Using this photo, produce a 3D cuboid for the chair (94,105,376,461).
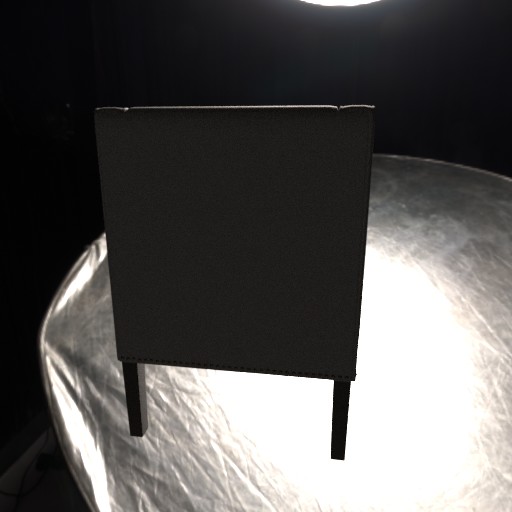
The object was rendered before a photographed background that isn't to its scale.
[{"bbox_3d":[0.000,0.000,1.400,0.631,0.867,0.747,3,16,9],"label":"chair"}]
